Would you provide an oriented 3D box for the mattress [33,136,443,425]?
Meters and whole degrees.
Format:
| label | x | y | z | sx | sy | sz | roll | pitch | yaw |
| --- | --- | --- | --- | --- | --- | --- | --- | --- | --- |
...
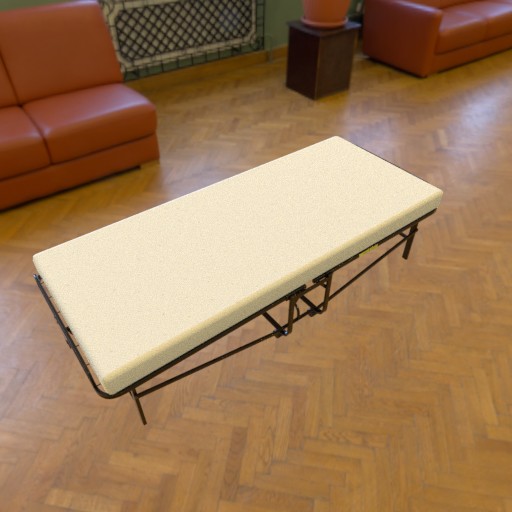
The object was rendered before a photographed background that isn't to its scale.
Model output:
| label | x | y | z | sx | sy | sz | roll | pitch | yaw |
| --- | --- | --- | --- | --- | --- | --- | --- | --- | --- |
| mattress | 0.000 | 0.000 | 2.533 | 2.153 | 0.519 | 0.922 | -27 | 48 | -27 |
